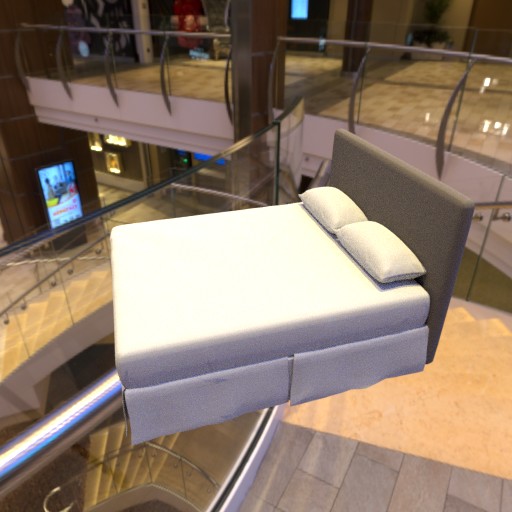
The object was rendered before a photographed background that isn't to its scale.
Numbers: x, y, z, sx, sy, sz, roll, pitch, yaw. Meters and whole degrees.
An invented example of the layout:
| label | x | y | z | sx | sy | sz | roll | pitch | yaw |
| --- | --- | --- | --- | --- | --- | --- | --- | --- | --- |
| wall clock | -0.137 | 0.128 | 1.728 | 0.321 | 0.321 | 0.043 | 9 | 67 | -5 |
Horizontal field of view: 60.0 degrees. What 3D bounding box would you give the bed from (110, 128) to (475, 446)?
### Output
| label | x | y | z | sx | sy | sz | roll | pitch | yaw |
| --- | --- | --- | --- | --- | --- | --- | --- | --- | --- |
| bed | 0.000 | 0.000 | 3.263 | 2.142 | 1.330 | 1.748 | -9 | 32 | -14 |
